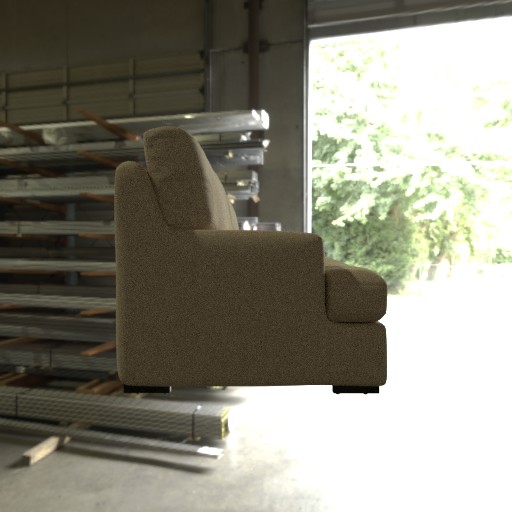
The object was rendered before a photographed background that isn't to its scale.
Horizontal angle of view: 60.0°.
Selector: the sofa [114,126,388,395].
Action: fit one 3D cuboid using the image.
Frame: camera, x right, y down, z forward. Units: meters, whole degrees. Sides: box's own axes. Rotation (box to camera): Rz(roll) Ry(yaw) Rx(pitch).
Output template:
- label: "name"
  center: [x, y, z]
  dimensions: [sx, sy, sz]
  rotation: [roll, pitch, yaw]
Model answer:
- label: "sofa"
  center: [0.000, 0.000, 2.438]
  dimensions: [0.962, 0.967, 1.885]
  rotation: [0, 0, 1]
